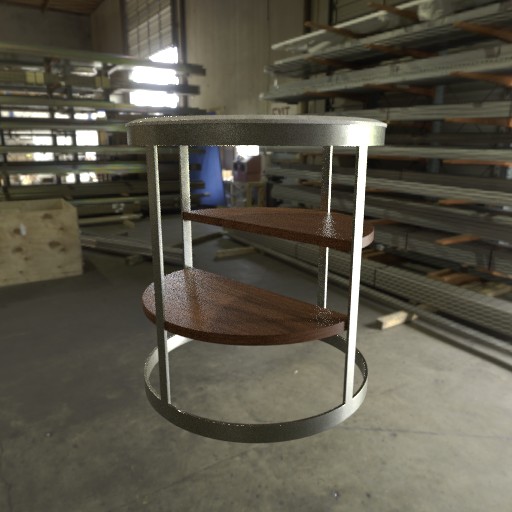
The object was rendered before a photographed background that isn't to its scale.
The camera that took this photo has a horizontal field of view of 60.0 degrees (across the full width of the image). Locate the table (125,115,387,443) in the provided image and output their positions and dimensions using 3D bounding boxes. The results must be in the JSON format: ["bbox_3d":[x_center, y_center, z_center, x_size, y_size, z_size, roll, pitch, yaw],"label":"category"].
[{"bbox_3d":[0.000,0.000,0.770,0.407,0.447,0.407,0,14,0],"label":"table"}]
